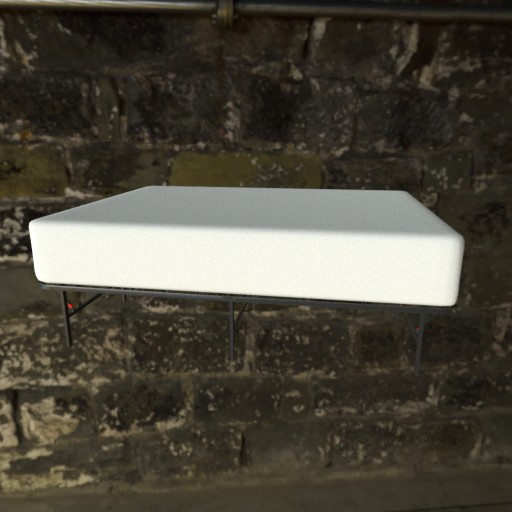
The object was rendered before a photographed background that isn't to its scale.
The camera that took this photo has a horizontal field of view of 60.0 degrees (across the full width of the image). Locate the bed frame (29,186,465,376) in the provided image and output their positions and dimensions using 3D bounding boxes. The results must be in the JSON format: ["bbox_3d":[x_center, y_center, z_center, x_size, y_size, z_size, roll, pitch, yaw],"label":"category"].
[{"bbox_3d":[0.000,0.000,2.785,2.037,0.677,1.528,3,16,9],"label":"bed frame"}]
